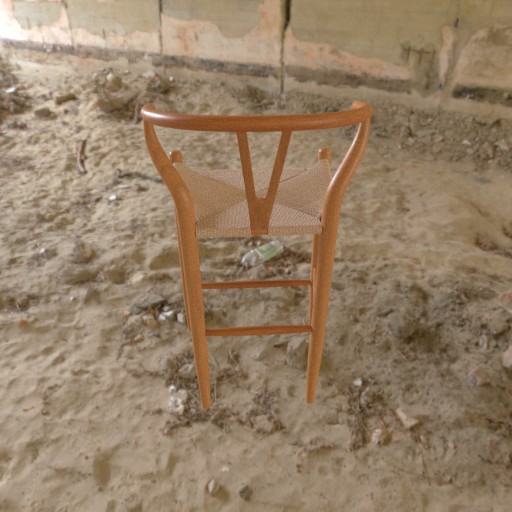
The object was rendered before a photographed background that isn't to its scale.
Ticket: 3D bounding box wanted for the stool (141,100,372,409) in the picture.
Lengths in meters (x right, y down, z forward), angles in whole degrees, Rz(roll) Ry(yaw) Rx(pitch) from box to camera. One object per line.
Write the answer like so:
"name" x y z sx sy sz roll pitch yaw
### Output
"stool" 0.000 0.000 1.340 0.569 0.970 0.579 -2 32 -3
